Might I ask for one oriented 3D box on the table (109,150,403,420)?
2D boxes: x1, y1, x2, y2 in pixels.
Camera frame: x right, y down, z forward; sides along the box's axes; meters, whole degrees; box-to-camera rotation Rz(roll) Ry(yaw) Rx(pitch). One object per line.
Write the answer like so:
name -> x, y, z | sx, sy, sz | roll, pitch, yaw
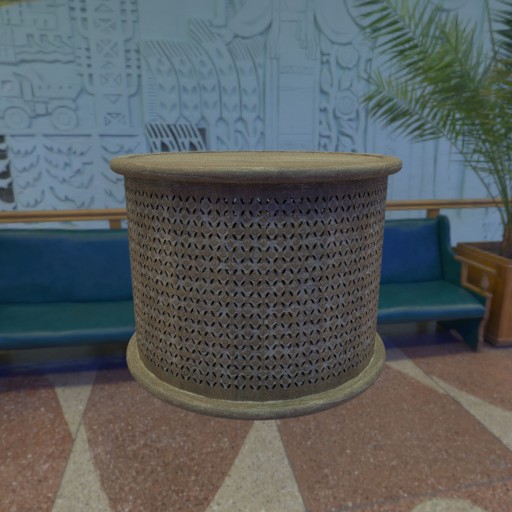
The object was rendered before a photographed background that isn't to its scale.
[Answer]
table -> 0.000, 0.000, 1.021 | 0.607, 0.450, 0.607 | 0, 16, 0
